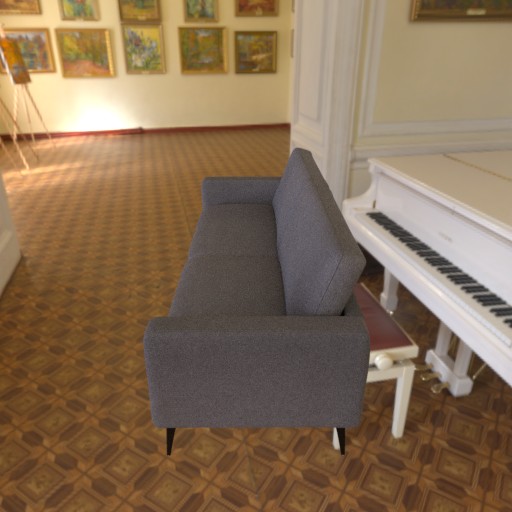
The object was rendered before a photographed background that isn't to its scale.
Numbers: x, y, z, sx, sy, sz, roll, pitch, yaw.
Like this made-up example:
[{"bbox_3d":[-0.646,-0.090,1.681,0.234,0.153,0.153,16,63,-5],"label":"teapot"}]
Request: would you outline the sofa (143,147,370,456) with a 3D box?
[{"bbox_3d":[0.000,0.000,2.390,0.774,0.828,1.925,0,26,0],"label":"sofa"}]
